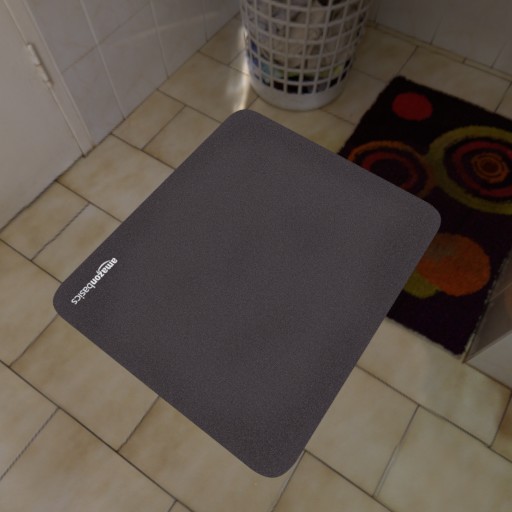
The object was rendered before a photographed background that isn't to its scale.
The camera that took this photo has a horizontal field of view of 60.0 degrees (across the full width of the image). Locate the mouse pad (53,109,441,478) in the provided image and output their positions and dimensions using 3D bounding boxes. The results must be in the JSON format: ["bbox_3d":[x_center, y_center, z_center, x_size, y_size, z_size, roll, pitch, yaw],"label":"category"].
[{"bbox_3d":[0.000,0.000,0.441,0.269,0.002,0.315,33,67,15],"label":"mouse pad"}]
